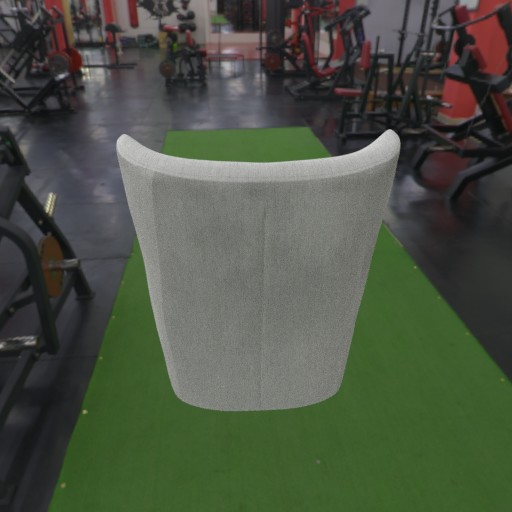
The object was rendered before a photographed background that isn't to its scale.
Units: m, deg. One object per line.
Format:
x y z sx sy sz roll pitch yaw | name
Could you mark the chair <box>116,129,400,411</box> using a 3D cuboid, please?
0.000 0.000 1.632 0.779 1.000 0.904 -1 30 -3 | chair
